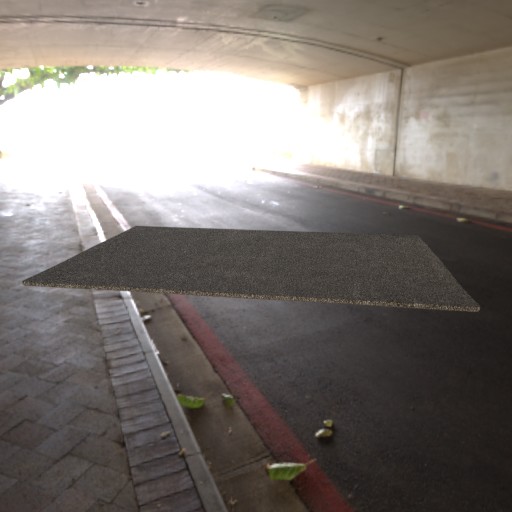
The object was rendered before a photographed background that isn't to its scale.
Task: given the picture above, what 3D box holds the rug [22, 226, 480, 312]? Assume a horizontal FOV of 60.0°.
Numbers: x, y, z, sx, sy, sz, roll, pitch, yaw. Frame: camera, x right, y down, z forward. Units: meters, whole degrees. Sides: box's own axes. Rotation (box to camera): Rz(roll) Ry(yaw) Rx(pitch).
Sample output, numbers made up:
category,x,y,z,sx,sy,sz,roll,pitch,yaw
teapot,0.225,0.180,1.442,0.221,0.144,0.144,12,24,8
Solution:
category,x,y,z,sx,sy,sz,roll,pitch,yaw
rug,0.000,0.000,2.942,2.350,0.025,1.502,2,16,9
